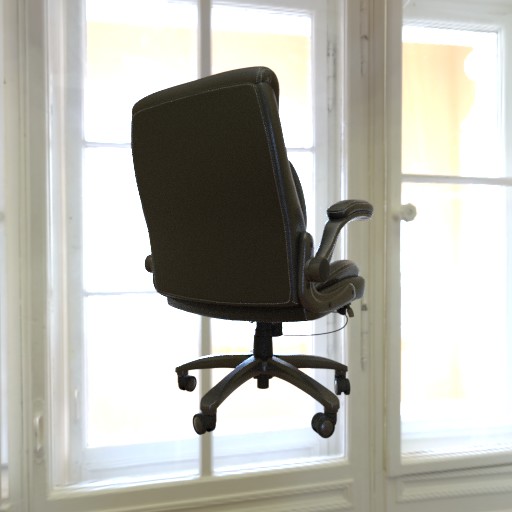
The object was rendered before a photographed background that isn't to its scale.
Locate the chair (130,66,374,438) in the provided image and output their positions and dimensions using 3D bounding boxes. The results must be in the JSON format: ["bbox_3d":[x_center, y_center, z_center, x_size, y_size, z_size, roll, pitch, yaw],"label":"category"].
[{"bbox_3d":[0.000,0.000,1.640,0.782,1.110,0.724,1,2,35],"label":"chair"}]
